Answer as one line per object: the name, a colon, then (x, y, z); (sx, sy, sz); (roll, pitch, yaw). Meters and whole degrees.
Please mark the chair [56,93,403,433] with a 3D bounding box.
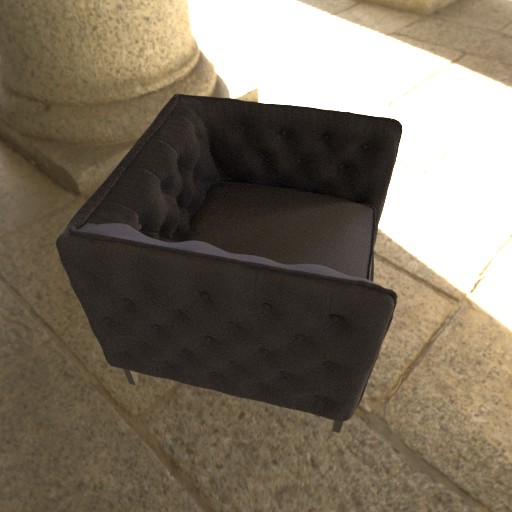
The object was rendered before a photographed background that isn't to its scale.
chair: (0.000, 0.000, 1.658); (0.913, 0.807, 0.946); (10, 47, 10)
